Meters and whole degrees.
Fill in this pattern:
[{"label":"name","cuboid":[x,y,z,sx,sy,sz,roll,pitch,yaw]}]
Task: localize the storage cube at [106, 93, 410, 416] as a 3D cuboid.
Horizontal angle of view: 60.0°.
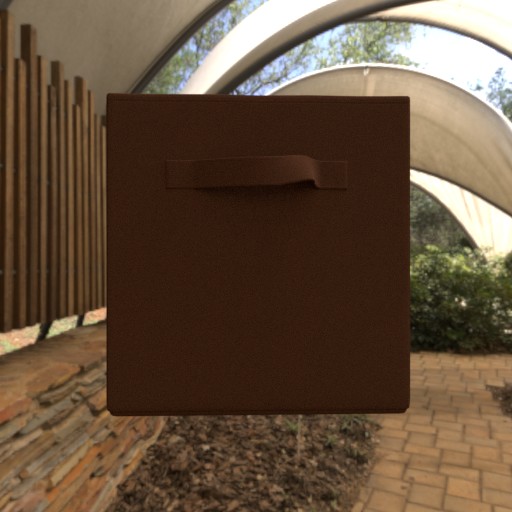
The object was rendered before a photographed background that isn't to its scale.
[{"label":"storage cube","cuboid":[0.000,0.000,0.501,0.270,0.280,0.270,0,0,-2]}]
